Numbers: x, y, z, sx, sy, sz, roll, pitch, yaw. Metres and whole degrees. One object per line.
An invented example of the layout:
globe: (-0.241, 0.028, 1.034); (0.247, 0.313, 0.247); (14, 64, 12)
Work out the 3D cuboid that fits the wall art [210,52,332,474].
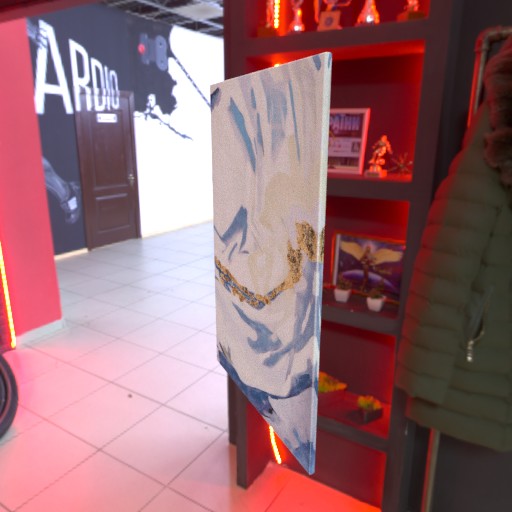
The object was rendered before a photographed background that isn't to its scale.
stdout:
wall art: (0.000, 0.000, 1.184); (0.016, 0.914, 0.610); (-7, 17, -25)
